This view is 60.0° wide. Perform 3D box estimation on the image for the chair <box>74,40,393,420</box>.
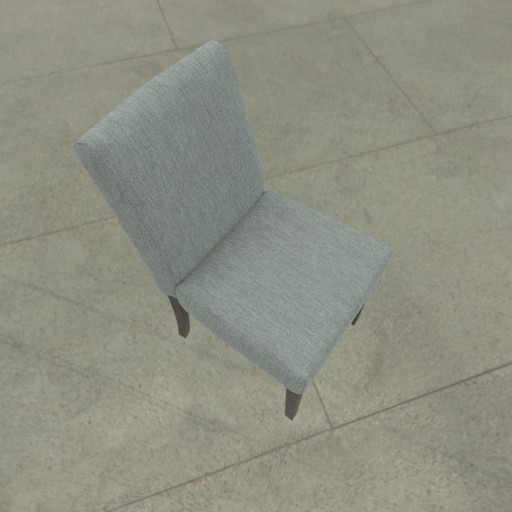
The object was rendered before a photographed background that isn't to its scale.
[{"bbox_3d":[0.000,0.000,1.250,0.629,0.884,0.487,32,63,18],"label":"chair"}]
